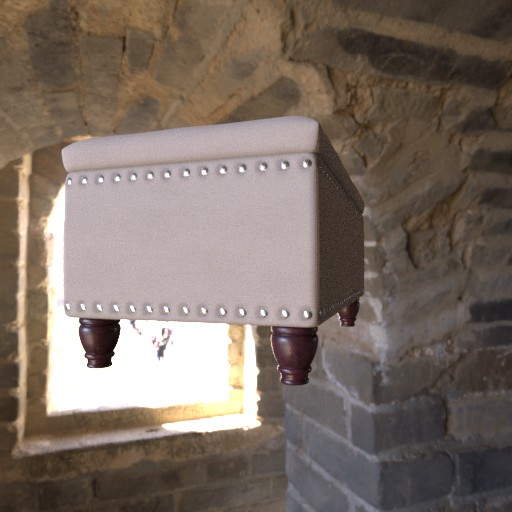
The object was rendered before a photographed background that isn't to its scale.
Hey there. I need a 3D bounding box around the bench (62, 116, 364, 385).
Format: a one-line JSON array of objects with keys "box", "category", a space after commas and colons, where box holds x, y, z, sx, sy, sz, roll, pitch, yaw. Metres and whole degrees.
[{"box": [0.000, 0.000, 1.182, 0.500, 0.449, 0.887, -1, -2, 18], "category": "bench"}]
